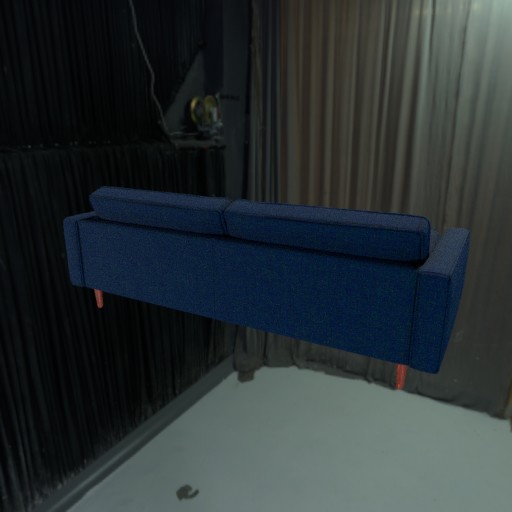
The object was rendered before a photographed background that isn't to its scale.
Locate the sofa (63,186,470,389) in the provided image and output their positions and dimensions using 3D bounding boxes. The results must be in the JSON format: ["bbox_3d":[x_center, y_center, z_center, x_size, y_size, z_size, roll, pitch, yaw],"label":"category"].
[{"bbox_3d":[0.000,0.000,2.615,2.210,0.762,0.914,9,19,28],"label":"sofa"}]
